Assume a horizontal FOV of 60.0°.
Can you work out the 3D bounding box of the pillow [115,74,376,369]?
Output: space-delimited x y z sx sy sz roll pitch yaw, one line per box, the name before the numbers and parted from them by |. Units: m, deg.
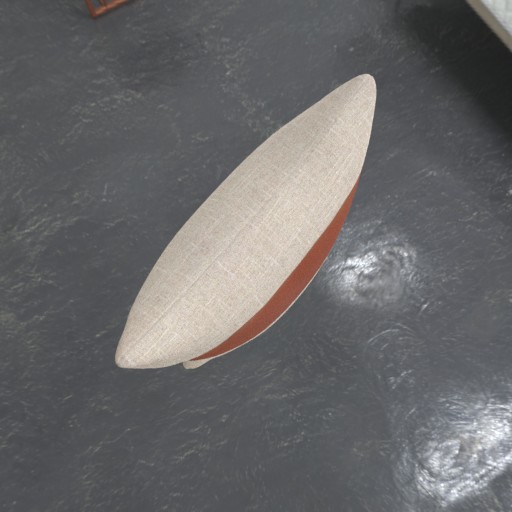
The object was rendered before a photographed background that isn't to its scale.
pillow | 0.000 0.000 0.651 0.173 0.399 0.414 39 78 9
